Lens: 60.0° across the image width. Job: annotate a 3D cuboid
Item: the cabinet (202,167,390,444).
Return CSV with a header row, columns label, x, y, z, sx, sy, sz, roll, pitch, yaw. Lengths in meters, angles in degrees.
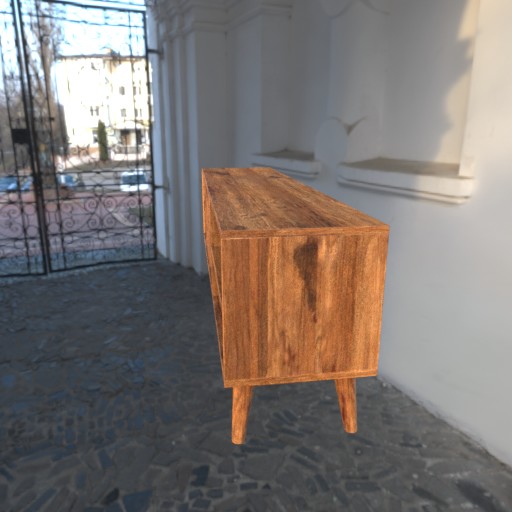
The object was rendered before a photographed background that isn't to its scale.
label,x,y,z,sx,sy,sz,roll,pitch,yaw
cabinet,0.000,0.000,1.652,0.349,0.528,1.448,-2,16,-8
